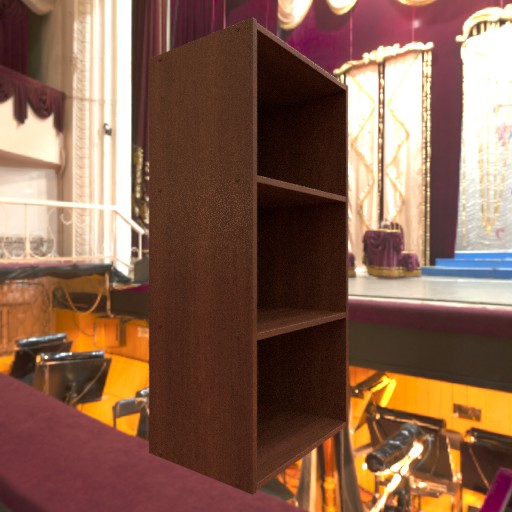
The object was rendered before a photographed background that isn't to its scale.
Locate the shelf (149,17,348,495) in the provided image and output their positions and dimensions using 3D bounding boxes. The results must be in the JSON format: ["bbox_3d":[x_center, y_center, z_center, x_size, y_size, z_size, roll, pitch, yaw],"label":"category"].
[{"bbox_3d":[0.000,0.000,1.067,0.290,0.879,0.414,0,0,37],"label":"shelf"}]
